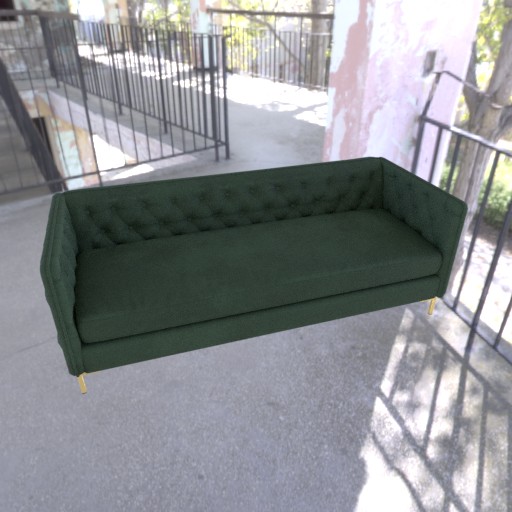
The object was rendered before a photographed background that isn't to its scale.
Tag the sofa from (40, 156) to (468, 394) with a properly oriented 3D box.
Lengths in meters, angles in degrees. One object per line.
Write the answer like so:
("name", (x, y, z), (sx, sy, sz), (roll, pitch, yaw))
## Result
("sofa", (0.000, 0.000, 2.650), (2.209, 0.771, 0.895), (-9, 32, -16))
